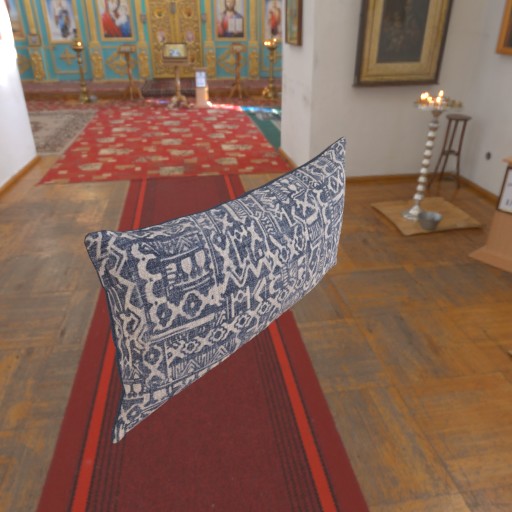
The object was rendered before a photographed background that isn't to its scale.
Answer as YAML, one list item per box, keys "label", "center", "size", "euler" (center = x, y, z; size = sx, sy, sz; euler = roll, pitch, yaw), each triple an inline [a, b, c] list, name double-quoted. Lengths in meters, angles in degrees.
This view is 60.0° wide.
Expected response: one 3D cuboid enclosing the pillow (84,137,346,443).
- label: "pillow"
  center: [0.000, 0.000, 0.737]
  size: [0.148, 0.292, 0.631]
  euler: [18, 32, 32]
